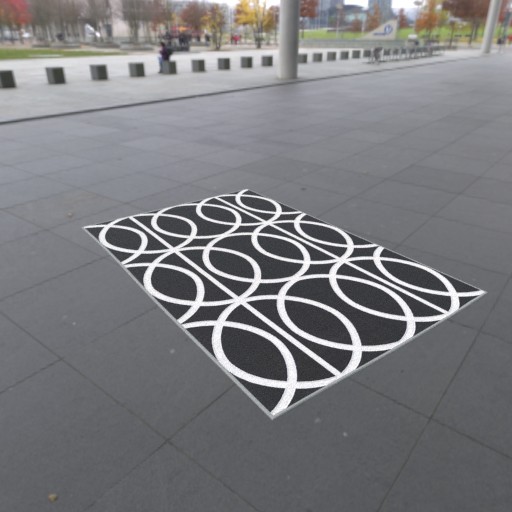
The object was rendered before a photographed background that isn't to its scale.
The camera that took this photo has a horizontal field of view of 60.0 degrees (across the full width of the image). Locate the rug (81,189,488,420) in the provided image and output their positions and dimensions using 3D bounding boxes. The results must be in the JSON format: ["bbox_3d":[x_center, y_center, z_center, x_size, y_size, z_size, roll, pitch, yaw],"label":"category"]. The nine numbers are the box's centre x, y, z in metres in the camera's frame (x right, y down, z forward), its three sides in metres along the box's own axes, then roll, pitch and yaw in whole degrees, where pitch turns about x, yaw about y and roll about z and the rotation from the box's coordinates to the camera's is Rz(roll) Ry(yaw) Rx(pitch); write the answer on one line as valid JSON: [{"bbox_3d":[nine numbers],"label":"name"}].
[{"bbox_3d":[0.000,0.000,2.861,1.526,0.014,2.290,-18,32,-32],"label":"rug"}]
